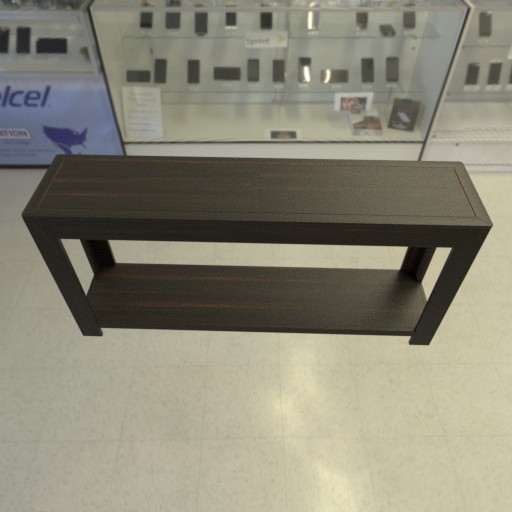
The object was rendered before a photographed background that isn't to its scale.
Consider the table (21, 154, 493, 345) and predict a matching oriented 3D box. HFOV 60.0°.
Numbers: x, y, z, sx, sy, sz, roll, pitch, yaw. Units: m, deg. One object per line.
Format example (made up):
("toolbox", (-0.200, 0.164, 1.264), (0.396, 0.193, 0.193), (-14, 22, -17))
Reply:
("table", (0.000, 0.000, 1.932), (1.631, 0.762, 0.384), (1, 47, 1))
